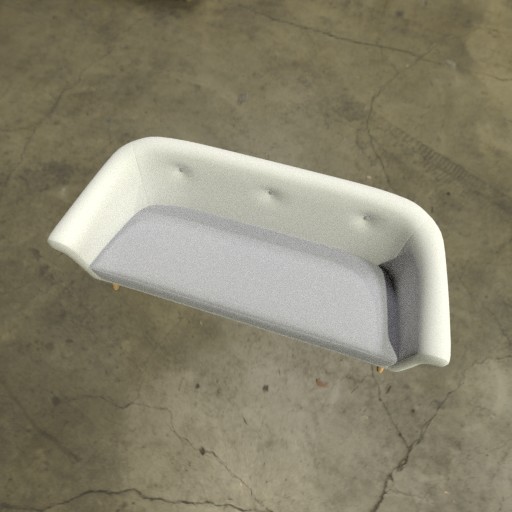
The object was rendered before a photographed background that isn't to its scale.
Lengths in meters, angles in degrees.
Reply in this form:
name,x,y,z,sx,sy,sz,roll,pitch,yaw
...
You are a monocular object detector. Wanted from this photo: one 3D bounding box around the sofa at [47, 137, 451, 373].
name,x,y,z,sx,sy,sz,roll,pitch,yaw
sofa,0.000,0.000,2.598,2.160,0.795,0.827,16,61,9
